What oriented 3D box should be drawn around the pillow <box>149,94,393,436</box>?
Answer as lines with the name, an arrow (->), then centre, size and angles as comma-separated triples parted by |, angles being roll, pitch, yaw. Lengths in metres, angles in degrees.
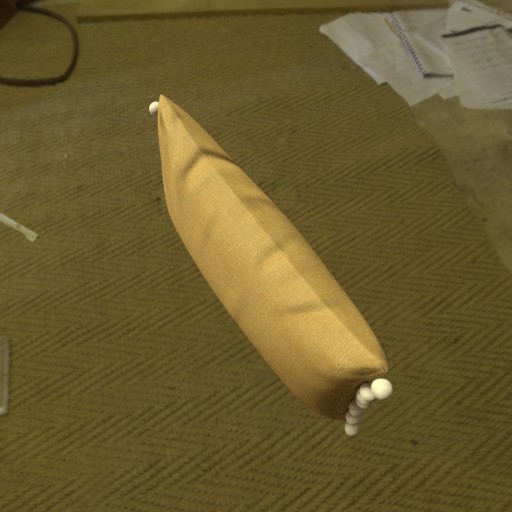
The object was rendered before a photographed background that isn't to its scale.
pillow -> 0.000, 0.000, 0.855 | 0.201, 0.322, 0.709 | -30, 63, -17
